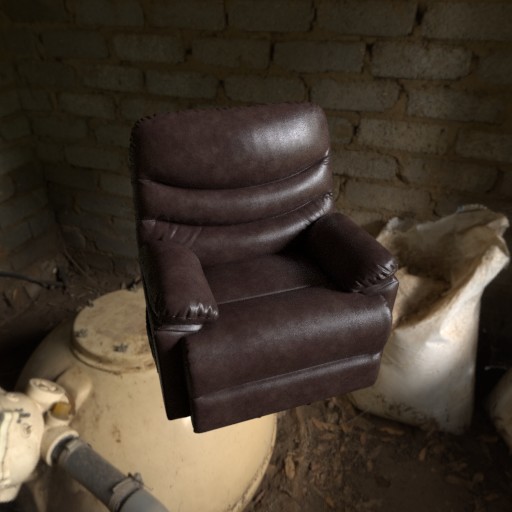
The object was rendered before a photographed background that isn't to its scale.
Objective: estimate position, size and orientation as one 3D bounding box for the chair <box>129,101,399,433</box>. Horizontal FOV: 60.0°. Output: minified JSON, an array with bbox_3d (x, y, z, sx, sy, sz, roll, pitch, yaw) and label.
[{"bbox_3d":[0.000,0.000,1.786,0.940,1.041,0.879,-10,34,-15],"label":"chair"}]
